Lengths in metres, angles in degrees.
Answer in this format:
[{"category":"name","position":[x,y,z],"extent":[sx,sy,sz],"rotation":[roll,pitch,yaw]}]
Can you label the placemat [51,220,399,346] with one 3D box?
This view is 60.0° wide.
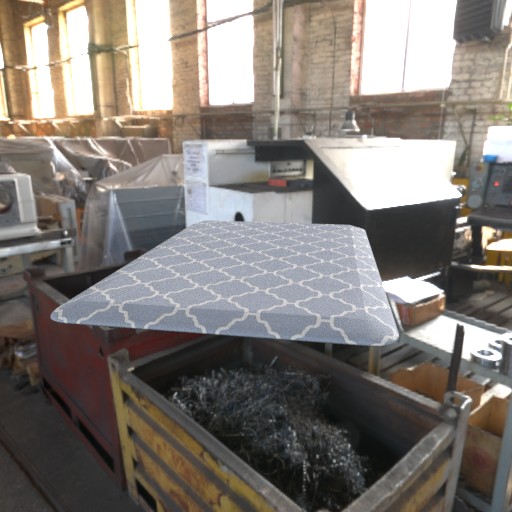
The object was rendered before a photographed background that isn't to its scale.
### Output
[{"category":"placemat","position":[0.000,0.000,0.963],"extent":[0.508,0.021,0.762],"rotation":[3,15,9]}]
